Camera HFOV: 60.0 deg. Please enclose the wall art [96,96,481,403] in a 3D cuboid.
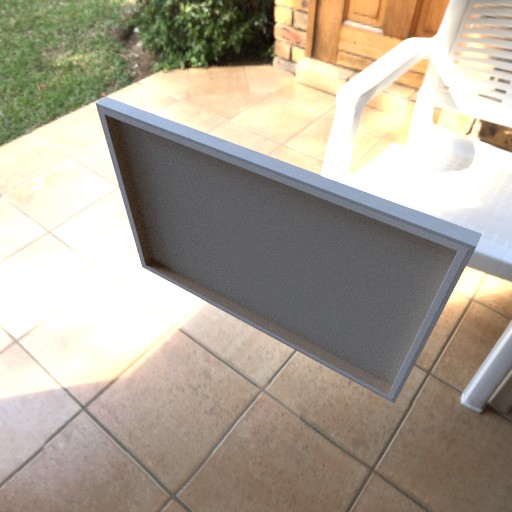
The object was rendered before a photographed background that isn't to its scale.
[{"bbox_3d":[0.000,0.000,1.157,0.915,0.610,0.038,25,52,22],"label":"wall art"}]
